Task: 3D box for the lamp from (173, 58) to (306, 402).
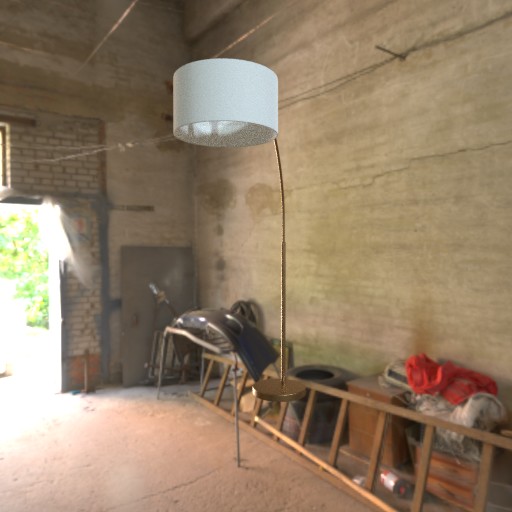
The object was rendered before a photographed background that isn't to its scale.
[{"bbox_3d":[0.000,0.000,2.570,0.493,1.927,1.434,0,1,18],"label":"lamp"}]
